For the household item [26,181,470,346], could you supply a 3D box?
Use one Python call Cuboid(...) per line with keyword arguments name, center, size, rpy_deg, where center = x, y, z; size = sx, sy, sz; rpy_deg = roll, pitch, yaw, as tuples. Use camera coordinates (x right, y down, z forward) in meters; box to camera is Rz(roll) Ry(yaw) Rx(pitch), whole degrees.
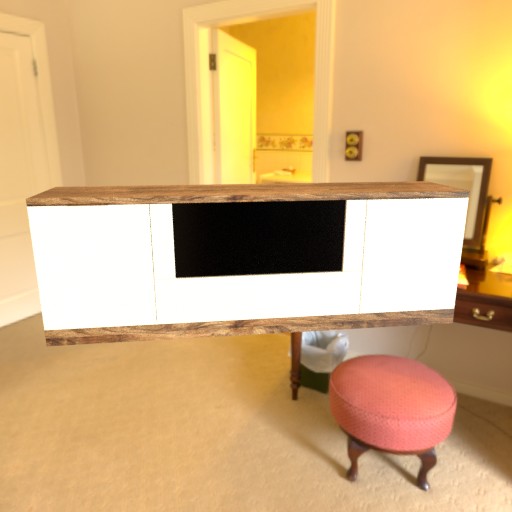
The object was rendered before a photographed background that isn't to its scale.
Cuboid(name="household item", center=(0.000, 0.000, 2.040), size=(1.800, 0.615, 0.390), rpy_deg=(-2, 16, -7))
